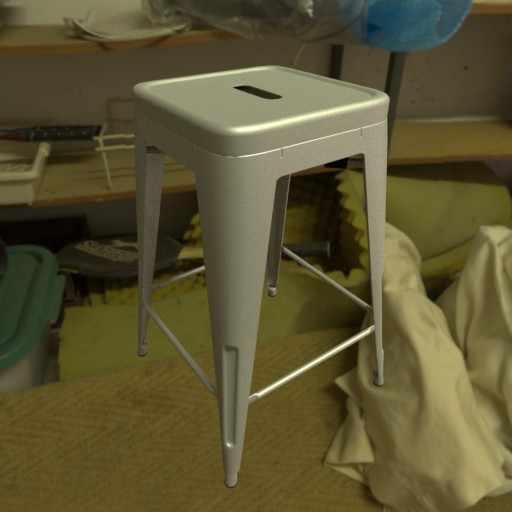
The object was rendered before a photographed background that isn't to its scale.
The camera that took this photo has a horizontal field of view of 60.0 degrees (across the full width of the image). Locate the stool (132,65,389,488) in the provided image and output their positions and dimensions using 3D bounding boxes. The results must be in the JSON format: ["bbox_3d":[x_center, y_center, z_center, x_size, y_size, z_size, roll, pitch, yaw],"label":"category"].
[{"bbox_3d":[0.000,0.000,0.842,0.406,0.610,0.406,-21,39,-29],"label":"stool"}]
